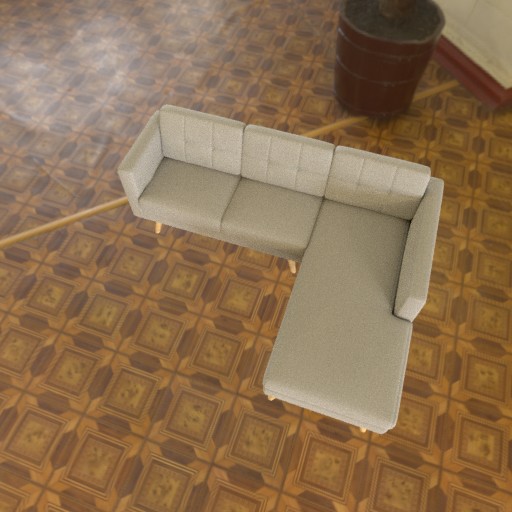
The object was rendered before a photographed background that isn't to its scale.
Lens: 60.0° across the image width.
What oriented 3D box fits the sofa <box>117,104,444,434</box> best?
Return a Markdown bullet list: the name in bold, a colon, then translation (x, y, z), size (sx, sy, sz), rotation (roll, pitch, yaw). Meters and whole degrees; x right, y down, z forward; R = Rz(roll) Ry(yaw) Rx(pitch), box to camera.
- **sofa**: translation (0.000, 0.000, 2.832), size (2.040, 0.860, 1.530), rotation (16, 60, 10)
